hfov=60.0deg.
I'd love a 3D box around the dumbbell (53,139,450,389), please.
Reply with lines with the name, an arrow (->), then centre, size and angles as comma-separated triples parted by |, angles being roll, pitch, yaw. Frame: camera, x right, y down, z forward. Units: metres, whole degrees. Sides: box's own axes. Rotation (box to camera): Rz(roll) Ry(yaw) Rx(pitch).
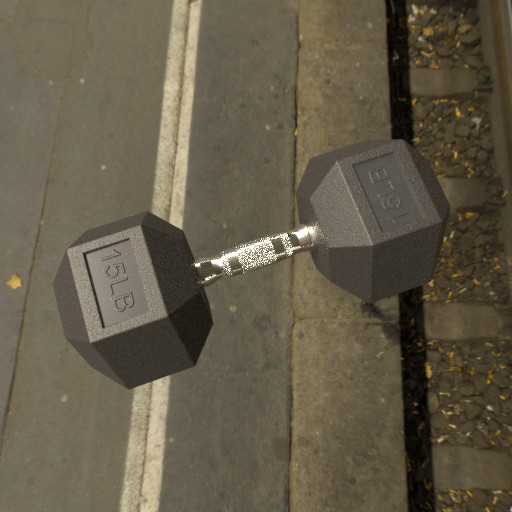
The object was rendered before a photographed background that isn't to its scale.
dumbbell -> 0.000, 0.000, 0.330 | 0.271, 0.106, 0.122 | -19, 76, -5
